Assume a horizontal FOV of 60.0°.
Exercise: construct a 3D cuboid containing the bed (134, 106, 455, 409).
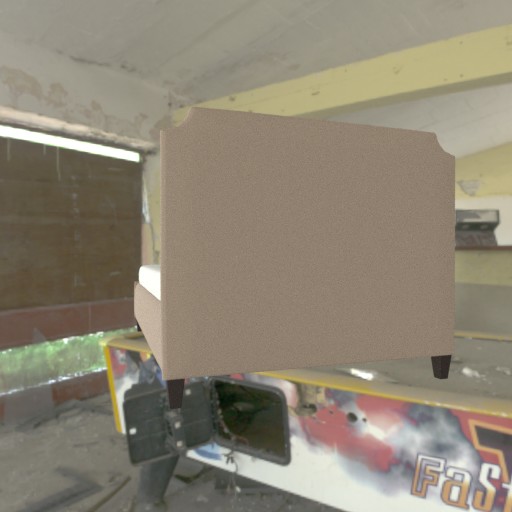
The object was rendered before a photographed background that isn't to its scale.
[{"bbox_3d":[0.000,0.000,3.423,1.713,1.443,2.372,0,0,-19],"label":"bed"}]
